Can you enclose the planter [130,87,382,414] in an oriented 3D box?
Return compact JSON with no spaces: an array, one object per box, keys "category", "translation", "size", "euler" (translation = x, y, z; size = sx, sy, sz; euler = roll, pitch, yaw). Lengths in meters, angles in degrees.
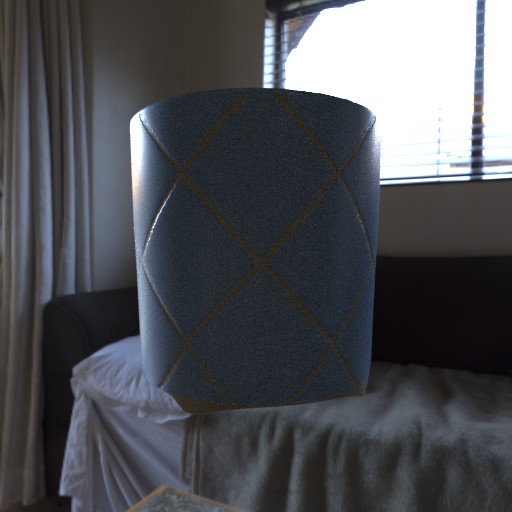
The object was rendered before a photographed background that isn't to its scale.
[{"category":"planter","translation":[0.000,0.000,0.418],"size":[0.227,0.235,0.227],"euler":[0,1,0]}]
